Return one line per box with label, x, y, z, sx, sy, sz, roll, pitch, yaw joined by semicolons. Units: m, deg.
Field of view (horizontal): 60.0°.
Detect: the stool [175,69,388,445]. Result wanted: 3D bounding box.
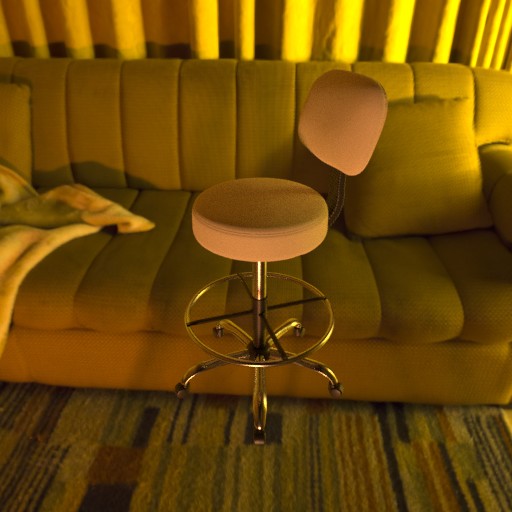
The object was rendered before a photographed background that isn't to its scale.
stool;0.000;0.000;1.431;0.616;1.080;0.609;-9;32;-15
